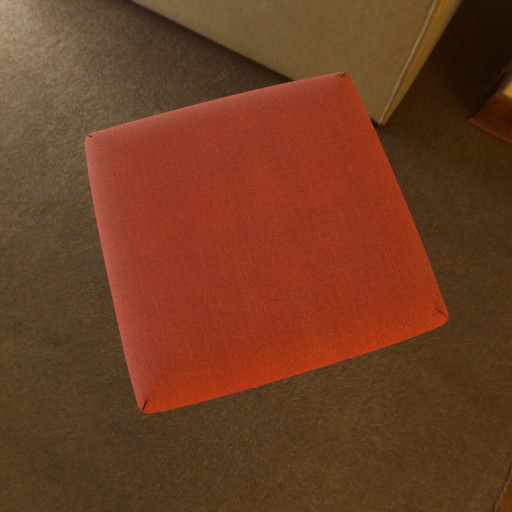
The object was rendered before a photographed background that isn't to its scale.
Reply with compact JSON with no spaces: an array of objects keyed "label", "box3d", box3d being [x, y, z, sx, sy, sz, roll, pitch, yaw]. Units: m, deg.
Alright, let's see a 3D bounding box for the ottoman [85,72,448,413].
[{"label":"ottoman","box3d":[0.000,0.000,0.913,0.507,0.475,0.497,-15,74,-4]}]
